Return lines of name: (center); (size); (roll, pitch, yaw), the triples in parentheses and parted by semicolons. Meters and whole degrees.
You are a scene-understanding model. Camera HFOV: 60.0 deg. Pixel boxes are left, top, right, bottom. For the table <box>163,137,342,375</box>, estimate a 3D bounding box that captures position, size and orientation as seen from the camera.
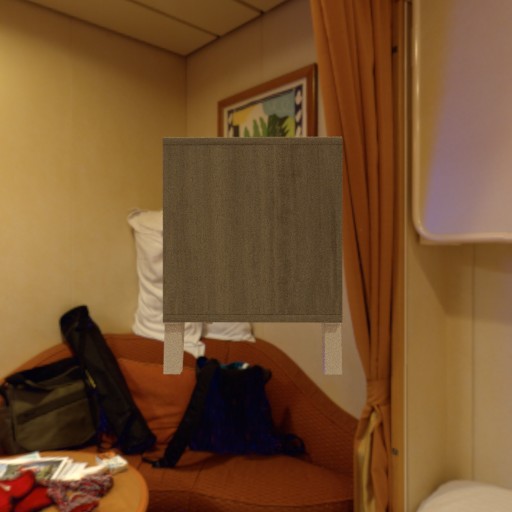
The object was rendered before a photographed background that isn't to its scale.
table: (0.000, 0.000, 1.735); (0.400, 0.530, 1.500); (0, 0, 1)
